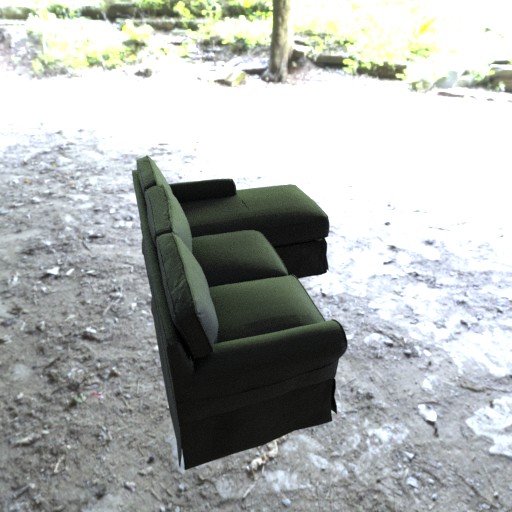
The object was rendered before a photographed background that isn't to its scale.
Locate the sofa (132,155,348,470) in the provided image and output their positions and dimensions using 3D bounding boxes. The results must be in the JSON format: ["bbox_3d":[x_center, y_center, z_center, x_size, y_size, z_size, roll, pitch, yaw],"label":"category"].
[{"bbox_3d":[0.000,0.000,3.356,1.637,1.039,2.518,-9,31,-15],"label":"sofa"}]
